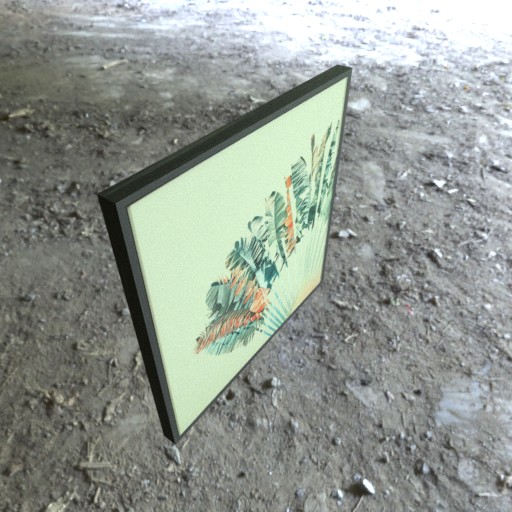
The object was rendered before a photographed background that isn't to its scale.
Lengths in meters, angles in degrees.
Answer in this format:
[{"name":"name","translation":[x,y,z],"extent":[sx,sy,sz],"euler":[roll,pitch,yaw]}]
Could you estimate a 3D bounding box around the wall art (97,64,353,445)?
[{"name":"wall art","translation":[0.000,0.000,1.153],"extent":[0.043,0.758,0.762],"euler":[26,47,27]}]
